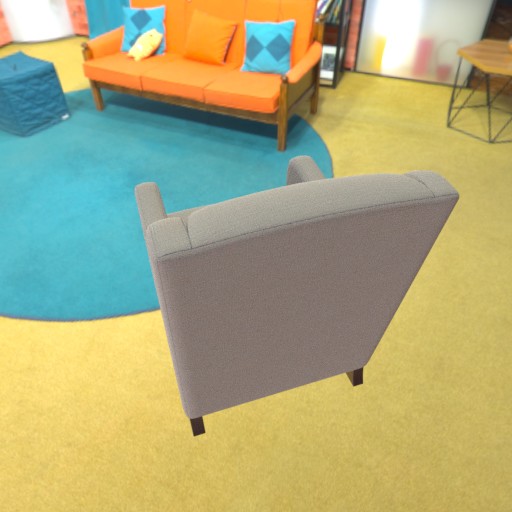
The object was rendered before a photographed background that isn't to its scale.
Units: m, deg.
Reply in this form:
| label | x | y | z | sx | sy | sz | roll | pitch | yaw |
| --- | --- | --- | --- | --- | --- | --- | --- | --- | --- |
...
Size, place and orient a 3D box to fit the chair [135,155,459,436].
| label | x | y | z | sx | sy | sz | roll | pitch | yaw |
| --- | --- | --- | --- | --- | --- | --- | --- | --- | --- |
| chair | 0.000 | 0.000 | 1.561 | 0.715 | 1.017 | 0.896 | -13 | 44 | -14 |
